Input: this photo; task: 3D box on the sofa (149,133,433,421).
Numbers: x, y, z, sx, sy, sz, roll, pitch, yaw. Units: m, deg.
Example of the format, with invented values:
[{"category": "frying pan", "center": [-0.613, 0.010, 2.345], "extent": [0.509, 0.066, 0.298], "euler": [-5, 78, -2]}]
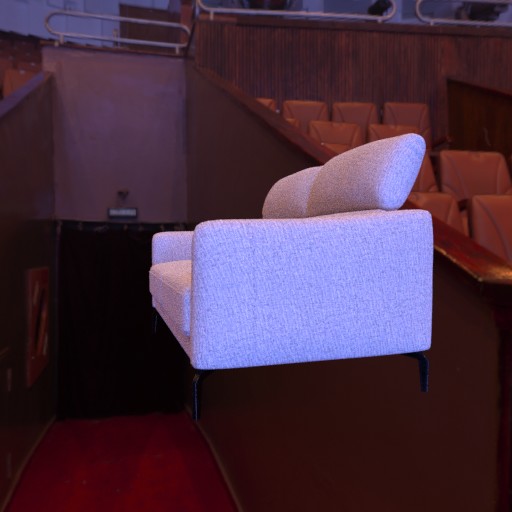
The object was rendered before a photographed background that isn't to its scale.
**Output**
[{"category": "sofa", "center": [0.000, 0.000, 2.121], "extent": [0.905, 0.950, 1.540], "euler": [0, 2, -18]}]
